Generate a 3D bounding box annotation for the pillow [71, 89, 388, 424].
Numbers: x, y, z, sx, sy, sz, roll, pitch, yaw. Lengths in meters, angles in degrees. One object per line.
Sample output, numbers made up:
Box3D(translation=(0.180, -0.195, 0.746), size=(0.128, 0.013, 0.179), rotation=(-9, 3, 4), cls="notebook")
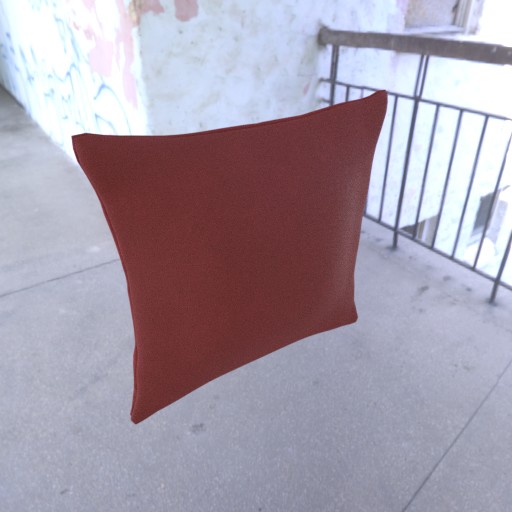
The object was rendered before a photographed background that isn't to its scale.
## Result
Box3D(translation=(0.000, 0.000, 0.635), size=(0.435, 0.416, 0.151), rotation=(-18, 36, -27), cls="pillow")
